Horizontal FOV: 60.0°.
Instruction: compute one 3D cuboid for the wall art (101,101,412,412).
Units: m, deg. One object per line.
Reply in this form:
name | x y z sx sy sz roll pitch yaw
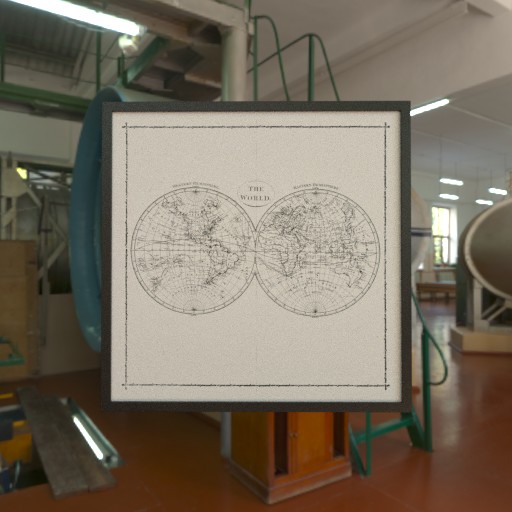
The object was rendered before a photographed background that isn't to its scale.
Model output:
wall art | 0.000 0.000 1.120 0.773 0.775 0.031 0 -1 0
